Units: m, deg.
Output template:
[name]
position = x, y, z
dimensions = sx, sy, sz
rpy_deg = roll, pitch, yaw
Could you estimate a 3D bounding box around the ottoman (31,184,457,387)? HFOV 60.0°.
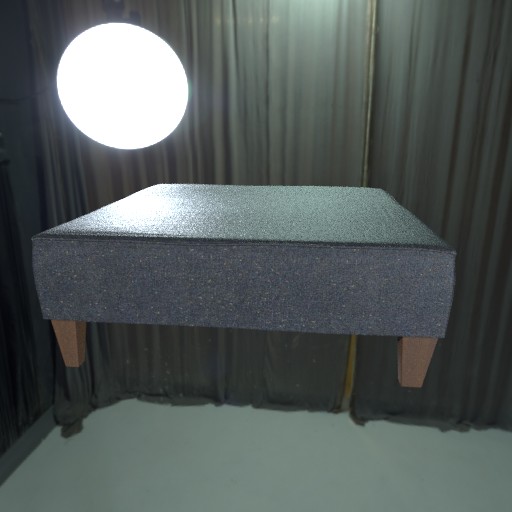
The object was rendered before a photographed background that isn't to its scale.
[ottoman]
position = 0.000, 0.000, 1.517
dimensions = 1.004, 0.382, 0.968
rpy_deg = 2, 17, 6
